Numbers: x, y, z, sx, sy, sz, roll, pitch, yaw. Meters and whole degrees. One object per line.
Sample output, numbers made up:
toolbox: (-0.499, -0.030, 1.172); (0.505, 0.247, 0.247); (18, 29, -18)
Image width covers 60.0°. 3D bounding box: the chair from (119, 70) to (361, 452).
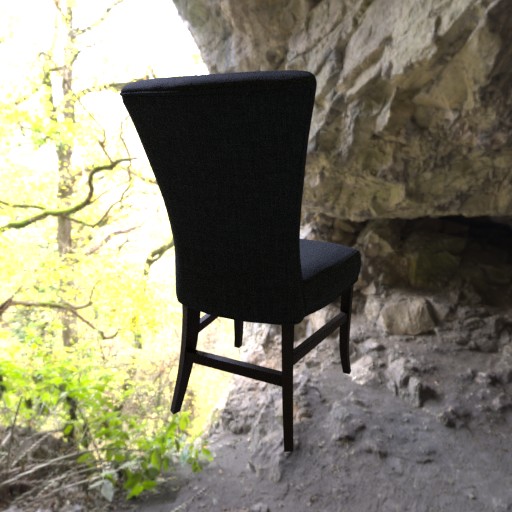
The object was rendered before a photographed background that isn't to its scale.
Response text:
chair: (0.000, 0.000, 1.370); (0.520, 0.991, 0.660); (8, 17, 26)
